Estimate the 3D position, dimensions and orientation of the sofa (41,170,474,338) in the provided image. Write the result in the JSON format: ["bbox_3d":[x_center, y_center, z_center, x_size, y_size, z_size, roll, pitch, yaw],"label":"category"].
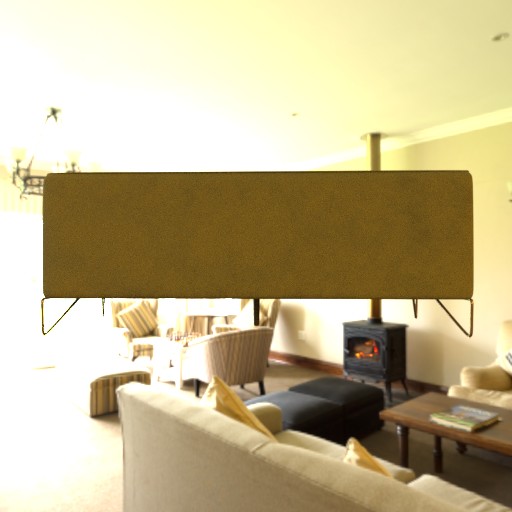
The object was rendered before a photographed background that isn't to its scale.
[{"bbox_3d":[0.000,0.000,2.507,2.087,0.789,0.867,0,-1,2],"label":"sofa"}]
